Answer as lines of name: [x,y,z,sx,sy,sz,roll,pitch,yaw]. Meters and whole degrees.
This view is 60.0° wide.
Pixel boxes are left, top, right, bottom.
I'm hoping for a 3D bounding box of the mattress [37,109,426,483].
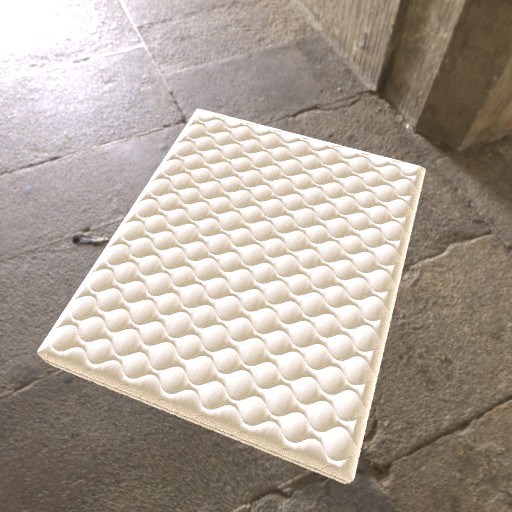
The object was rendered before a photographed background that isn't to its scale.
mattress: [0.000,0.000,2.547,1.600,0.200,1.900,18,60,11]
